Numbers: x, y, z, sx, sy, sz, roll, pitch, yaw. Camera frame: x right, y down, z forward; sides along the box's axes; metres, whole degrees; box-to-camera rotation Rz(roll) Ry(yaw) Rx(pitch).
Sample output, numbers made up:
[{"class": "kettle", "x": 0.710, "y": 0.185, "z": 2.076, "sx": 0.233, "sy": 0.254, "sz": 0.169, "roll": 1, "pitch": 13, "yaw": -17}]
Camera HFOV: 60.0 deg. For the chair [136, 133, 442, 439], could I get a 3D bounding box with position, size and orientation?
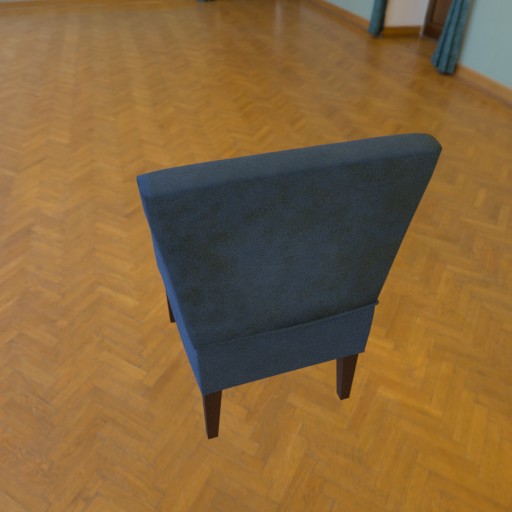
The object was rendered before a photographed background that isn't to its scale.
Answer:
[{"class": "chair", "x": 0.000, "y": 0.000, "z": 1.147, "sx": 0.521, "sy": 0.806, "sz": 0.551, "roll": -11, "pitch": 41, "yaw": -13}]
